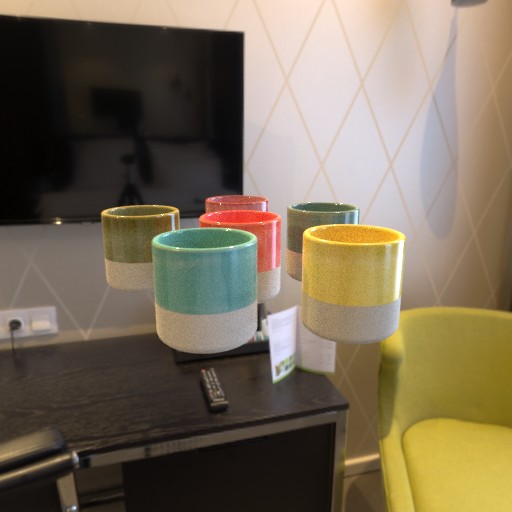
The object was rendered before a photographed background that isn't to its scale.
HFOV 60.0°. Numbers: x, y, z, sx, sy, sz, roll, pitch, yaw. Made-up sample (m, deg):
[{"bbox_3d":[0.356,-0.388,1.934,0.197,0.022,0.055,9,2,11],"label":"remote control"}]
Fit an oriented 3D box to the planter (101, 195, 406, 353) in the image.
[{"bbox_3d":[0.000,0.000,0.415,0.286,0.075,0.257,14,20,42],"label":"planter"}]
